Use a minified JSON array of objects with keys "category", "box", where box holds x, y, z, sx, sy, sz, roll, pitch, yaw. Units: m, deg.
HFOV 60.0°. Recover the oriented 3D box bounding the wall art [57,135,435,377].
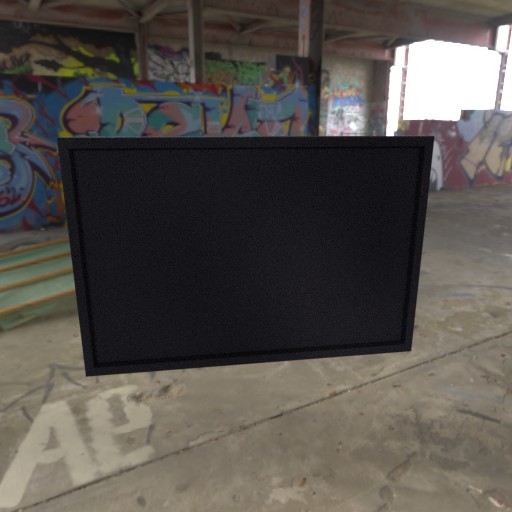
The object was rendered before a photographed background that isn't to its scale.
[{"category":"wall art","box":[0.000,0.000,0.780,0.609,0.406,0.033,-2,16,-8]}]
